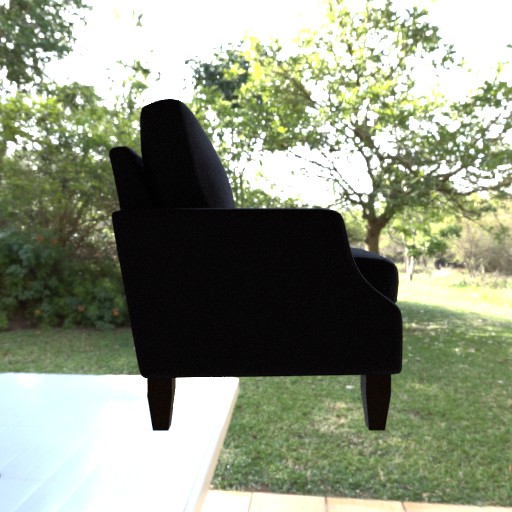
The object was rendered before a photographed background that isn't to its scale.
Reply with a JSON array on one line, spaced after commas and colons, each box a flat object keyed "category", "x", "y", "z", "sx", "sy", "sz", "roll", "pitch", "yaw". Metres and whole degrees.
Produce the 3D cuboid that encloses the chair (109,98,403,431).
[{"category": "chair", "x": 0.000, "y": 0.000, "z": 1.661, "sx": 0.897, "sy": 0.991, "sz": 0.855, "roll": 0, "pitch": 1, "yaw": 0}]
